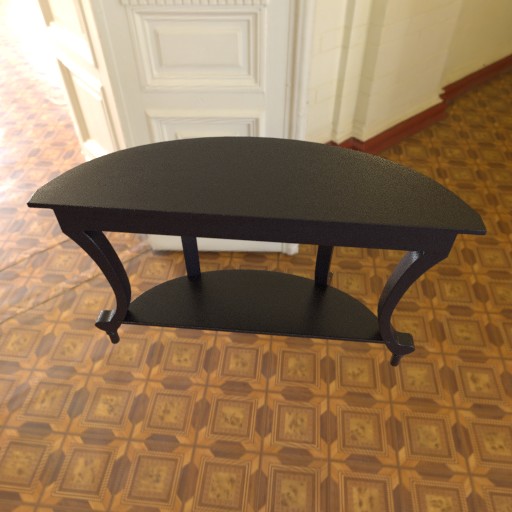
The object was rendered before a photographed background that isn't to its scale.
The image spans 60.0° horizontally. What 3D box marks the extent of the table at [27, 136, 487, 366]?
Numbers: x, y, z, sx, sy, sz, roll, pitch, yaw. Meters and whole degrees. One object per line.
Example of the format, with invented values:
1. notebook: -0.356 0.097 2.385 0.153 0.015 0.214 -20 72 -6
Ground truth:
1. table: 0.000 0.000 1.530 1.198 0.692 0.394 4 46 4
